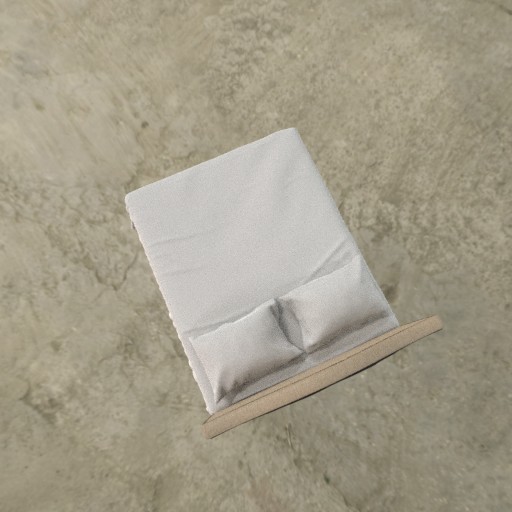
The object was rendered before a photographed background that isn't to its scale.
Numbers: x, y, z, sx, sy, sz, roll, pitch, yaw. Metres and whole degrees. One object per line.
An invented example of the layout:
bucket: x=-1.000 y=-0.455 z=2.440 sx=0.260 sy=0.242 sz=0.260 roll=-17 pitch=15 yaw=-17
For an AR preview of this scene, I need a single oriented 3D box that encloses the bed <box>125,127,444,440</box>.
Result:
bed: x=0.000 y=0.000 z=3.466 sx=1.876 sy=1.645 sz=2.221 roll=-23 pitch=77 yaw=-6
